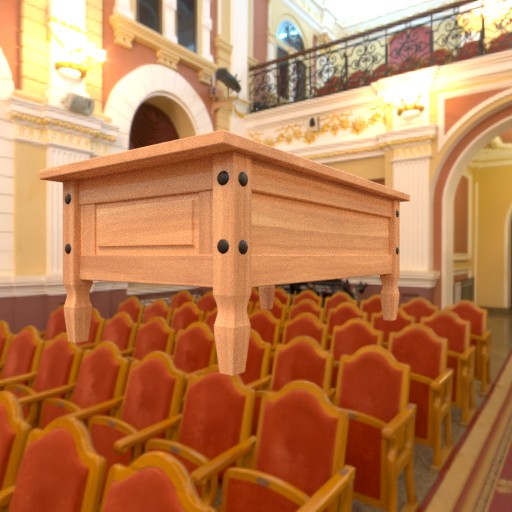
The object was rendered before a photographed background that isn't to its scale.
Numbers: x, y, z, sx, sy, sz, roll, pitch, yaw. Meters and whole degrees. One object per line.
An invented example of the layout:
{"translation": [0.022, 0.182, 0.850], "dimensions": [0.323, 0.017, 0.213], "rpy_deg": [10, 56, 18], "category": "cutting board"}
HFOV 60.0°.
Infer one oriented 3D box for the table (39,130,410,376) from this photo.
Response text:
{"translation": [0.000, 0.000, 1.324], "dimensions": [0.600, 0.437, 1.000], "rpy_deg": [0, 0, 36], "category": "table"}
